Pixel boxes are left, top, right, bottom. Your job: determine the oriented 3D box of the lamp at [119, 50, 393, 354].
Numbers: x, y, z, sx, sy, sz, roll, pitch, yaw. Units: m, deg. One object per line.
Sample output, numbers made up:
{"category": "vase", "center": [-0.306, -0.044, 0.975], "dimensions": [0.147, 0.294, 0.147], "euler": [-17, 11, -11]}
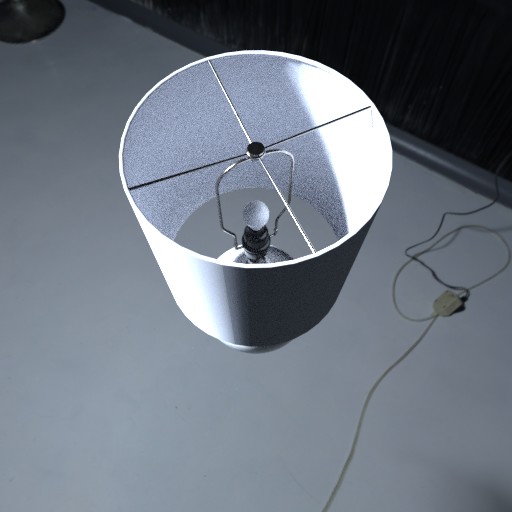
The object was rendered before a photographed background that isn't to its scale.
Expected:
{"category": "lamp", "center": [0.000, 0.000, 0.534], "dimensions": [0.216, 0.404, 0.216], "euler": [34, 68, 15]}
